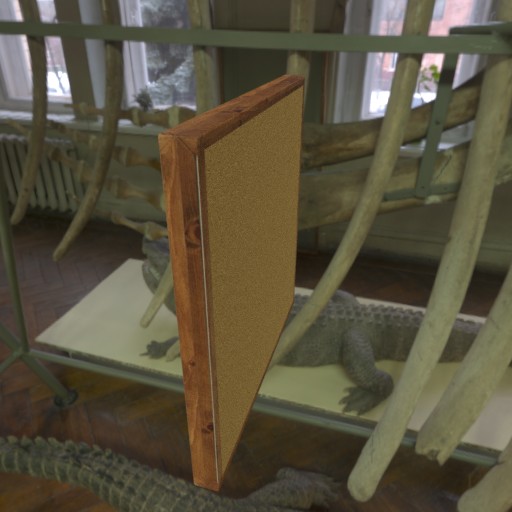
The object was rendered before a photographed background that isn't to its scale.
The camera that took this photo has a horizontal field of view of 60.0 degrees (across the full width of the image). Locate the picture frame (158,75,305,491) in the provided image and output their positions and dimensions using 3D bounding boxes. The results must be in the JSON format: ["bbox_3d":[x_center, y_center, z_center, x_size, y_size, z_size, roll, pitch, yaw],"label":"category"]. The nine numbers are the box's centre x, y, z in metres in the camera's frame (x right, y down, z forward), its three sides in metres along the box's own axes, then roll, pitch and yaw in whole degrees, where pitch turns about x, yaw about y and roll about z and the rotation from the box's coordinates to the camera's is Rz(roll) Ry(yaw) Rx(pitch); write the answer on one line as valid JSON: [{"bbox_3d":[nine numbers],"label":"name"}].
[{"bbox_3d":[0.000,0.000,0.515,0.028,0.356,0.352,8,29,15],"label":"picture frame"}]
